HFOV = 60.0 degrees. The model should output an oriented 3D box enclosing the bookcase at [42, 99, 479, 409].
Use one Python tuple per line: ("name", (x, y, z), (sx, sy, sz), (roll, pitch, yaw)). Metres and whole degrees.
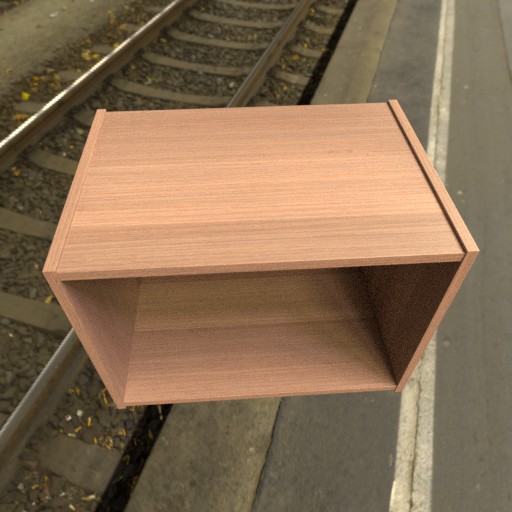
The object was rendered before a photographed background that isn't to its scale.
("bookcase", (0.000, 0.000, 0.629), (0.415, 0.305, 0.290), (-3, 48, -2))
